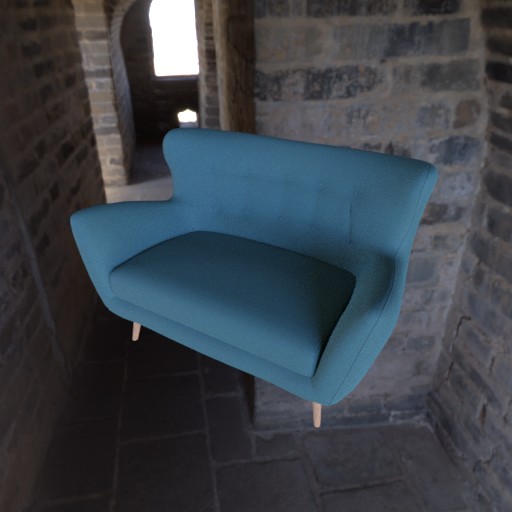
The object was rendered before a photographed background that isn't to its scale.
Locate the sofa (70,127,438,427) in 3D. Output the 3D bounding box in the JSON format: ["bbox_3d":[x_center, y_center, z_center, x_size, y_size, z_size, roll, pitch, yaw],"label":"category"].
[{"bbox_3d":[0.000,0.000,1.965,1.397,0.889,0.889,16,32,28],"label":"sofa"}]
